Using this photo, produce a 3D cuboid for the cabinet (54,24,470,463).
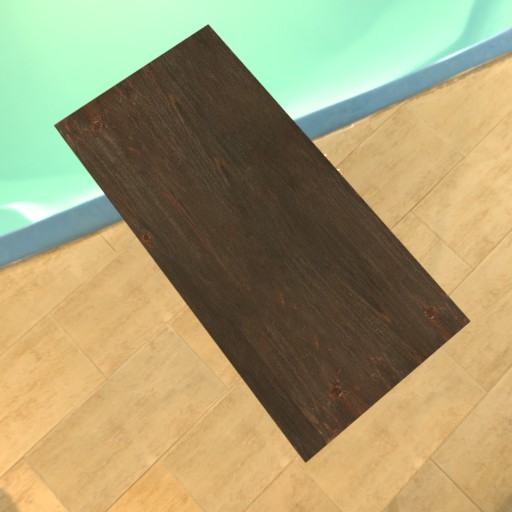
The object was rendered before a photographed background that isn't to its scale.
[{"bbox_3d":[0.000,0.000,1.523,0.529,0.897,1.023,-37,80,-8],"label":"cabinet"}]
